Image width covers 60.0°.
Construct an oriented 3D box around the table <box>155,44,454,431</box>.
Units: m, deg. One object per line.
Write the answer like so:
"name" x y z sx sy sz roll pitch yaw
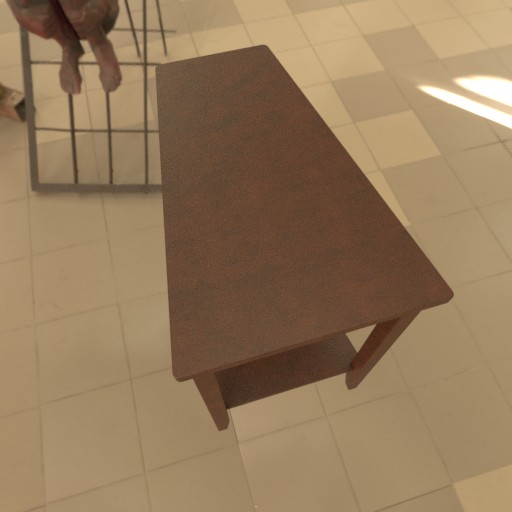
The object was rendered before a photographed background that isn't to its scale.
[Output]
"table" 0.000 0.000 0.986 0.399 0.589 0.605 -15 62 -8
